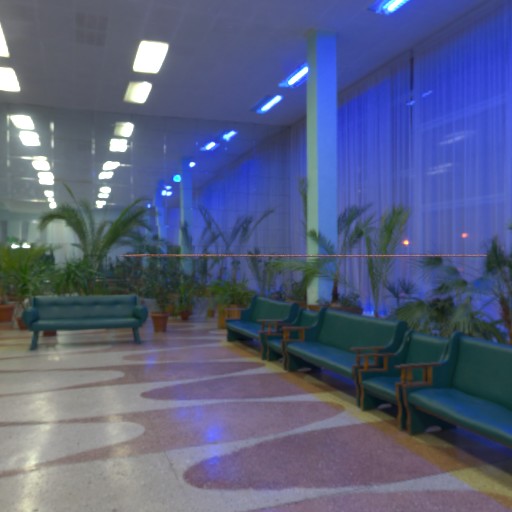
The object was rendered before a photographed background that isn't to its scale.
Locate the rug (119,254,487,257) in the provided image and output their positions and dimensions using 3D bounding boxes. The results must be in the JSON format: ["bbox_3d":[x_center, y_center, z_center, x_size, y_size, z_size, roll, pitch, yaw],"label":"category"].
[{"bbox_3d":[0.000,0.000,2.816,1.594,0.009,2.112,0,0,-19],"label":"rug"}]
